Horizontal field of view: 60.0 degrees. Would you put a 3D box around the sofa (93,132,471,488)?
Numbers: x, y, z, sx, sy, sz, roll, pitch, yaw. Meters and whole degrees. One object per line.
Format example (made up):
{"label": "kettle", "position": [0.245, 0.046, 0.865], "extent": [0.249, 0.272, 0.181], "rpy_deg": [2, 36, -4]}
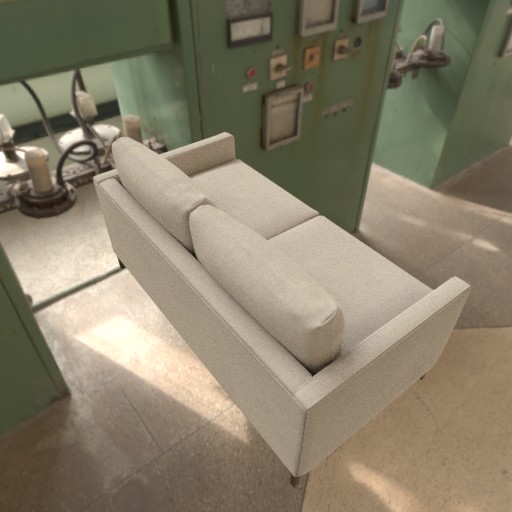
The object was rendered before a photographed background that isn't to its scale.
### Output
{"label": "sofa", "position": [0.000, 0.000, 2.123], "extent": [0.875, 0.840, 1.682], "rpy_deg": [-27, 48, -27]}
